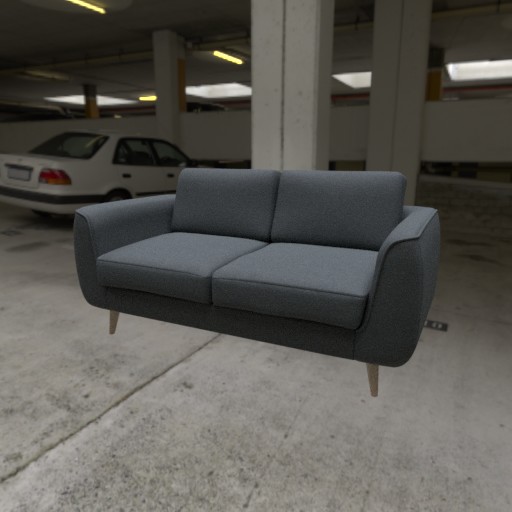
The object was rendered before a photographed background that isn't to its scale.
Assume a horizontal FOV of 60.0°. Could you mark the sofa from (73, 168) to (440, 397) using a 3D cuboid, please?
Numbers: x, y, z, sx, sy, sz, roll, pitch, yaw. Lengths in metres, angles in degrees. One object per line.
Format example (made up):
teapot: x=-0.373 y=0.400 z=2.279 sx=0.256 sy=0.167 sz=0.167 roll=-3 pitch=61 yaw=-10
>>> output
sofa: x=0.000 y=0.000 z=2.269 sx=1.700 sy=0.850 sz=0.920 roll=6 pitch=15 yaw=26
